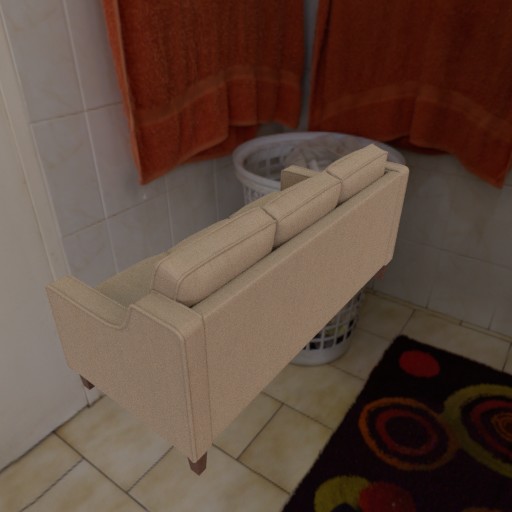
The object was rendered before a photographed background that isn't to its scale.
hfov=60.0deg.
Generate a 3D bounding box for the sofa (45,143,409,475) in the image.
[{"bbox_3d":[0.000,0.000,2.505,0.911,0.974,1.986,21,37,31],"label":"sofa"}]
